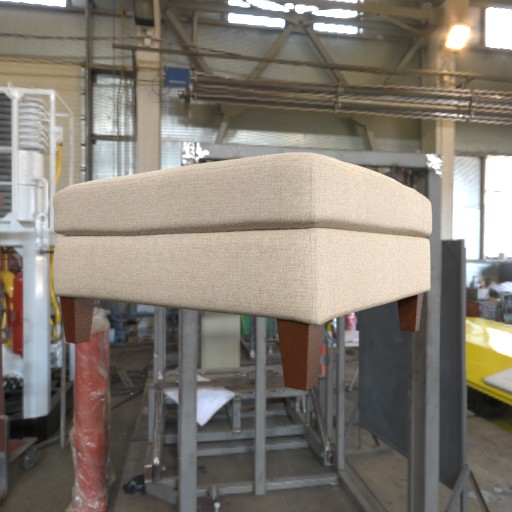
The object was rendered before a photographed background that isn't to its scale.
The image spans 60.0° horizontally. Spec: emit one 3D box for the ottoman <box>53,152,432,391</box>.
[{"bbox_3d":[0.000,0.000,1.337,0.838,0.481,0.838,0,1,35],"label":"ottoman"}]
